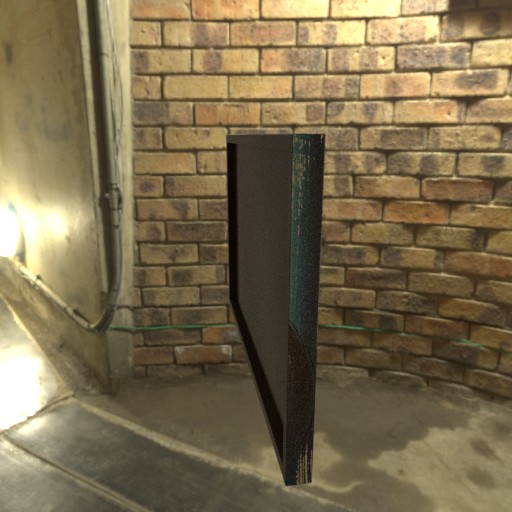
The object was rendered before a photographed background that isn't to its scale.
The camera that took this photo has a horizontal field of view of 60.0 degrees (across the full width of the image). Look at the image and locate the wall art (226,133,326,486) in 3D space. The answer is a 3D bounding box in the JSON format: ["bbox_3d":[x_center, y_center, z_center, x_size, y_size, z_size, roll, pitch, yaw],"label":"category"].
[{"bbox_3d":[0.000,0.000,0.768,0.033,0.406,0.609,-3,15,-9],"label":"wall art"}]
